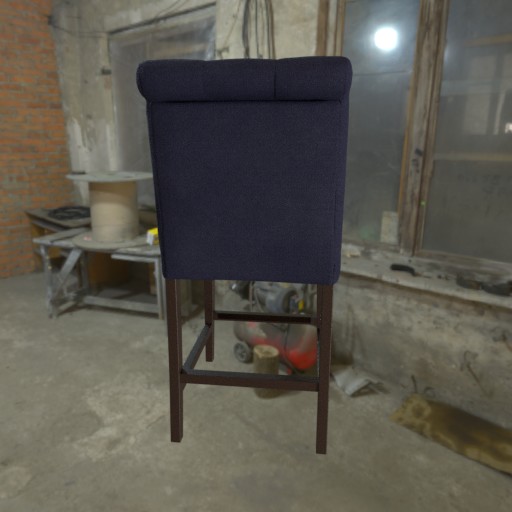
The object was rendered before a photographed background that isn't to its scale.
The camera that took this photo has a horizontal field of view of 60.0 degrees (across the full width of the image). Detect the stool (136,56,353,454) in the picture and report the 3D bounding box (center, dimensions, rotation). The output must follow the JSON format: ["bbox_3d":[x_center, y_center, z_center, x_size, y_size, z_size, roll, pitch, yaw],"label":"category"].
[{"bbox_3d":[0.000,0.000,1.314,0.493,1.010,0.601,2,15,7],"label":"stool"}]
